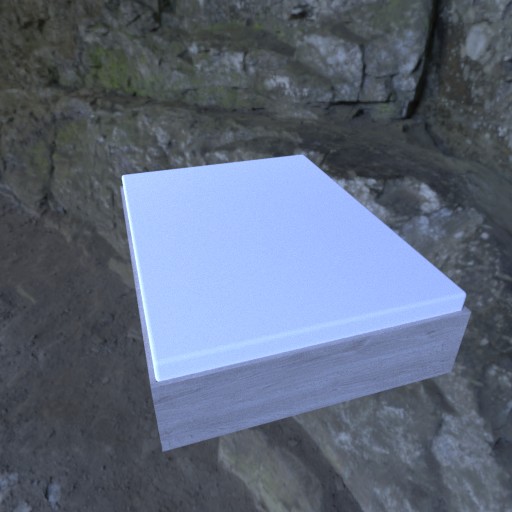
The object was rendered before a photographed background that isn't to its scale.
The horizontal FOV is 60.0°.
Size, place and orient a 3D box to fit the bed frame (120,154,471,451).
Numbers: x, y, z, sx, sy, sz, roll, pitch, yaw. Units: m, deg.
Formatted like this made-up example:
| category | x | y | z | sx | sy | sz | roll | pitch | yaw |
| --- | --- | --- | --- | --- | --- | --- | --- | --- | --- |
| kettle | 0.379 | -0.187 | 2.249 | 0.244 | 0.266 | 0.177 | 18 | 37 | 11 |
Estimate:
| category | x | y | z | sx | sy | sz | roll | pitch | yaw |
| --- | --- | --- | --- | --- | --- | --- | --- | --- | --- |
| bed frame | 0.000 | 0.000 | 2.702 | 1.448 | 0.490 | 1.944 | -10 | 34 | -15 |
